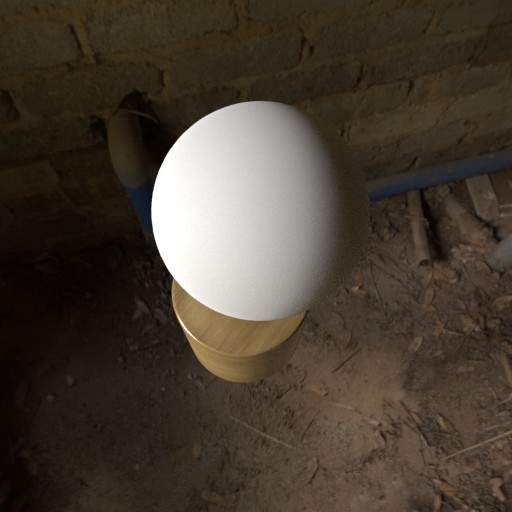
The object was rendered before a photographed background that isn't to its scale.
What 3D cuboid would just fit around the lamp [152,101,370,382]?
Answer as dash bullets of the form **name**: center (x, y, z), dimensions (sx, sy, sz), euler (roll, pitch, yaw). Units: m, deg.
- **lamp**: center (0.000, 0.000, 0.342), dimensions (0.141, 0.250, 0.152), euler (33, 68, 15)
